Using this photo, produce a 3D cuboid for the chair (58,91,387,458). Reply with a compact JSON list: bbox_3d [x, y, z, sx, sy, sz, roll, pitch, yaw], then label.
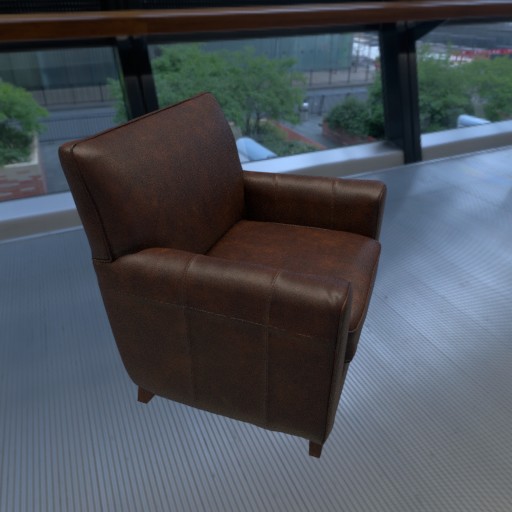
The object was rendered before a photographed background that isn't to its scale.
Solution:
[{"bbox_3d":[0.000,0.000,1.570,0.823,0.943,0.870,11,32,18],"label":"chair"}]
